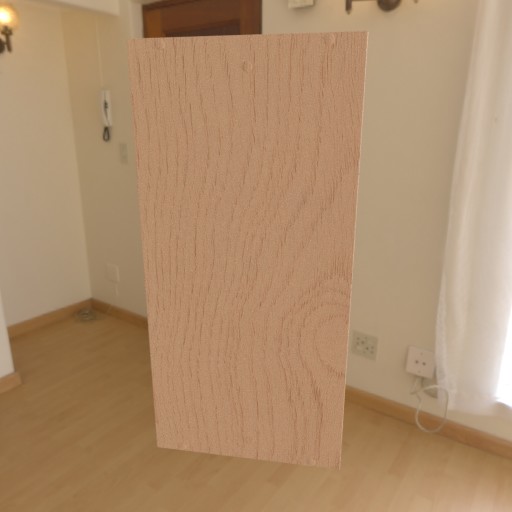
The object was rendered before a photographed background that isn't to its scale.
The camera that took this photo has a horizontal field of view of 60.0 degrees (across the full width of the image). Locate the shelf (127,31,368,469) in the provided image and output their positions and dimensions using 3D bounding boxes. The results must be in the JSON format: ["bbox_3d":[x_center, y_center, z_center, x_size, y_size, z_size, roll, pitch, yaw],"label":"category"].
[{"bbox_3d":[0.000,0.000,0.700,0.290,0.600,0.200,3,17,9],"label":"shelf"}]
